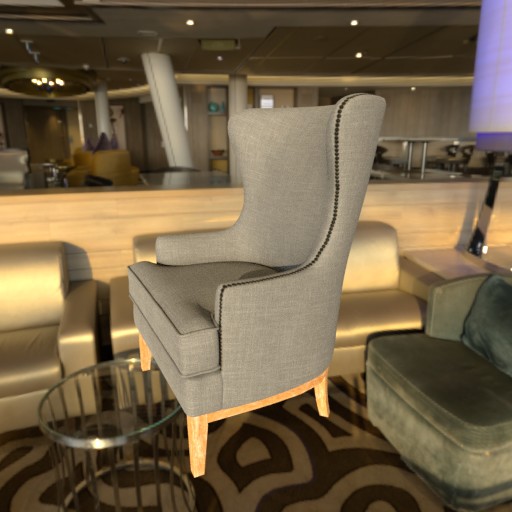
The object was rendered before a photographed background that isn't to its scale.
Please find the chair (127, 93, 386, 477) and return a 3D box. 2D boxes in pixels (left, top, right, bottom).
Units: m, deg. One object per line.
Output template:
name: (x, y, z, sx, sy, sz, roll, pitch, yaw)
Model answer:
chair: (0.000, 0.000, 1.768, 0.883, 1.176, 0.864, -7, 16, -25)
